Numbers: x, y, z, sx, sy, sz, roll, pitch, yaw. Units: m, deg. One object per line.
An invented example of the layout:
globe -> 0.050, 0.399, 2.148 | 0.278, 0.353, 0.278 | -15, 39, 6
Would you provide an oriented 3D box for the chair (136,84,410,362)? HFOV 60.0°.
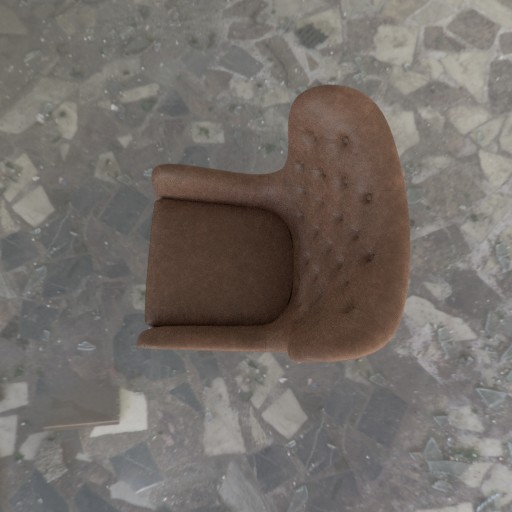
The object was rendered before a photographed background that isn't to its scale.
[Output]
chair -> 0.000, 0.000, 1.760 | 0.930, 1.079, 0.831 | 1, 76, 0
